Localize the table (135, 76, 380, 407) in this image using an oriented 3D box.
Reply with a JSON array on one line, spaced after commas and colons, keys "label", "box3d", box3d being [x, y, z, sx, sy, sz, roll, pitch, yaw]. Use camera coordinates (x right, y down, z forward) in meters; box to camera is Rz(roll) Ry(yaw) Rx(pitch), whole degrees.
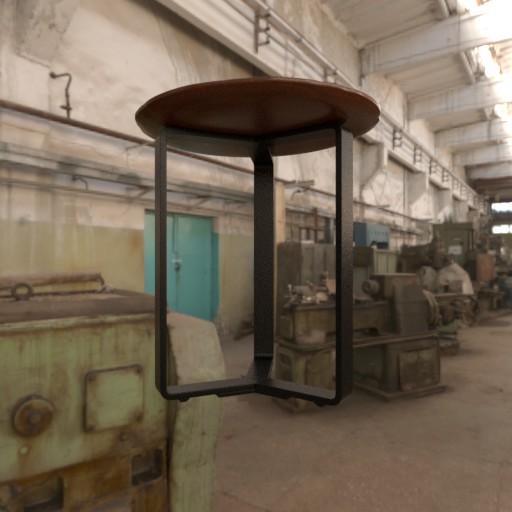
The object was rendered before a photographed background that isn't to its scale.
[{"label": "table", "box3d": [0.000, 0.000, 0.750, 0.410, 0.450, 0.380, 0, 0, 36]}]
